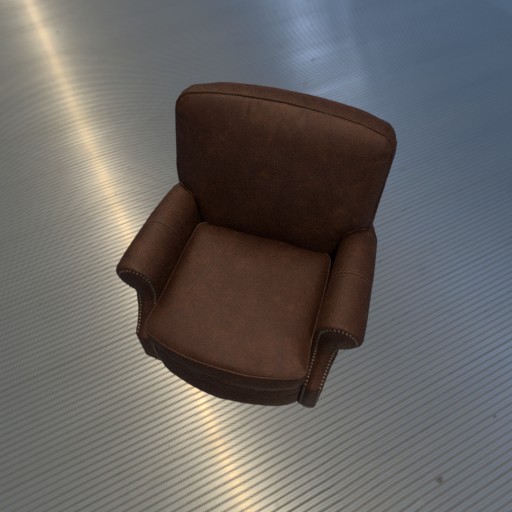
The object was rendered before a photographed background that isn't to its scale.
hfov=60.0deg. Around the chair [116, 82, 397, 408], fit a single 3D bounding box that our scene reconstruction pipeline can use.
[{"bbox_3d":[0.000,0.000,1.777,0.936,1.018,0.986,15,58,9],"label":"chair"}]
